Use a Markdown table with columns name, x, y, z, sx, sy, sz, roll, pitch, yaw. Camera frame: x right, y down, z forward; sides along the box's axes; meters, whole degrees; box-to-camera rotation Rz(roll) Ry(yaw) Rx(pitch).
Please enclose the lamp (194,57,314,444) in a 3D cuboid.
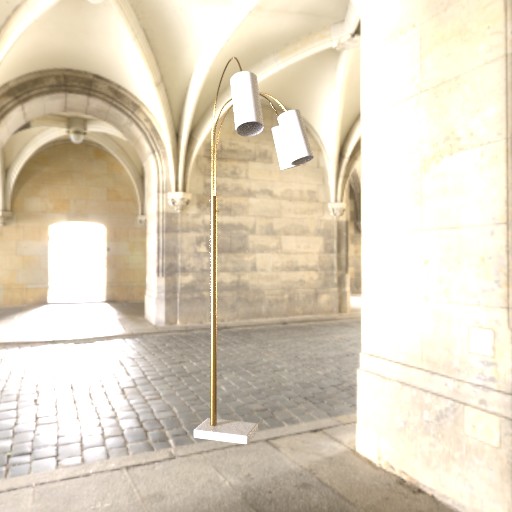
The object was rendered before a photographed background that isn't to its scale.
| name | x | y | z | sx | sy | sz | roll | pitch | yaw |
| --- | --- | --- | --- | --- | --- | --- | --- | --- | --- |
| lamp | 0.000 | 0.000 | 2.535 | 0.667 | 2.055 | 1.020 | 0 | -1 | 17 |
